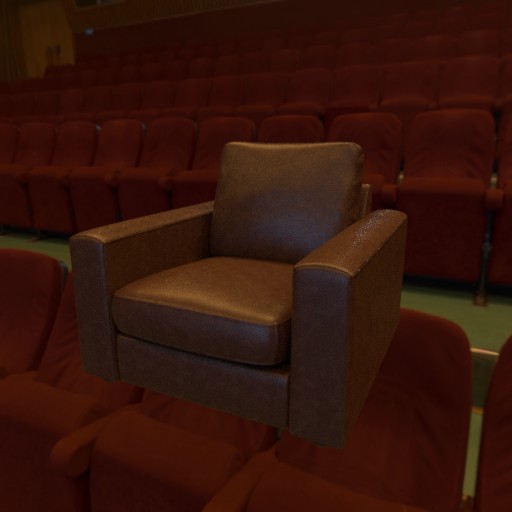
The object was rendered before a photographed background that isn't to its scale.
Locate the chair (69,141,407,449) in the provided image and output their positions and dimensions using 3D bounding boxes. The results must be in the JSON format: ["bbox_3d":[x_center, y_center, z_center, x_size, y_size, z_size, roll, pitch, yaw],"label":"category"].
[{"bbox_3d":[0.000,0.000,1.752,1.005,0.873,1.016,7,16,25],"label":"chair"}]
